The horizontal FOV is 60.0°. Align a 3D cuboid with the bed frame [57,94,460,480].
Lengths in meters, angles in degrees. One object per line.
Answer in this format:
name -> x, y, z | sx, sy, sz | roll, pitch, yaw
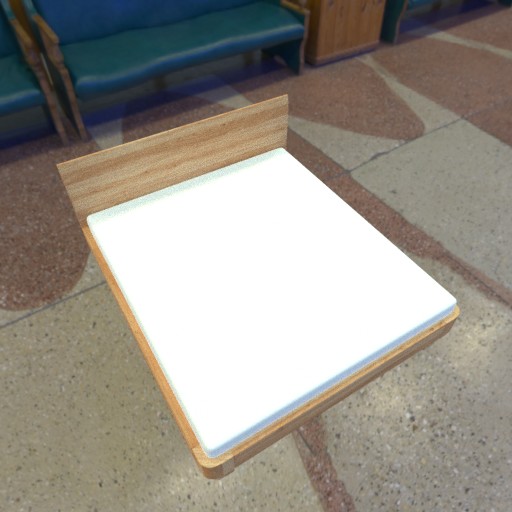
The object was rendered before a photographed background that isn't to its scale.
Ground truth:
bed frame -> 0.000, 0.000, 3.050 | 1.872, 0.940, 2.092 | -24, 52, -21
